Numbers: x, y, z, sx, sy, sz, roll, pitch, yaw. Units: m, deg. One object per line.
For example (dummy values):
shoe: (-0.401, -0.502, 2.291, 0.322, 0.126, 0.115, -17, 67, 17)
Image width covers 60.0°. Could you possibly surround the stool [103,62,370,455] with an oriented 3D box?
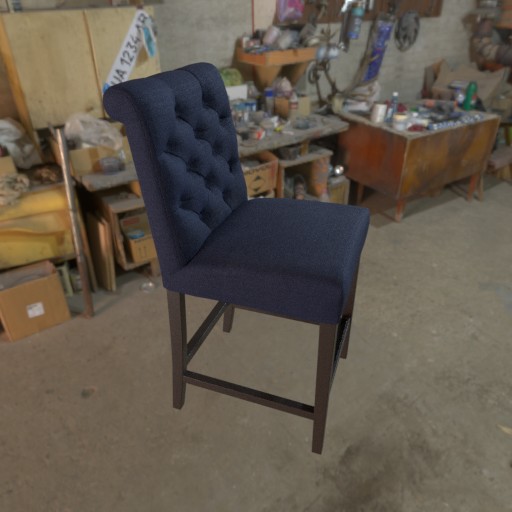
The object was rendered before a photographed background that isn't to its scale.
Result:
stool: (0.000, 0.000, 1.328, 0.601, 1.010, 0.493, 10, 32, 17)
